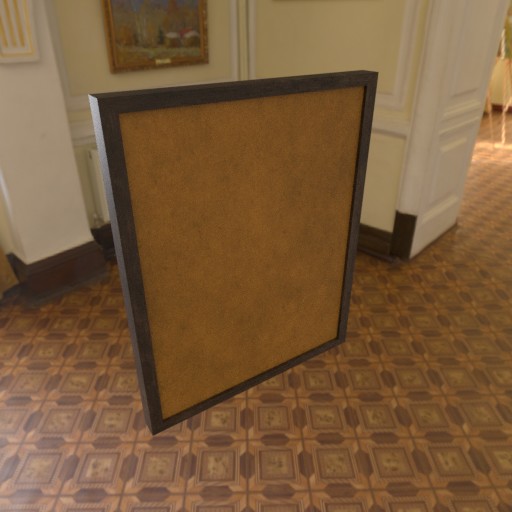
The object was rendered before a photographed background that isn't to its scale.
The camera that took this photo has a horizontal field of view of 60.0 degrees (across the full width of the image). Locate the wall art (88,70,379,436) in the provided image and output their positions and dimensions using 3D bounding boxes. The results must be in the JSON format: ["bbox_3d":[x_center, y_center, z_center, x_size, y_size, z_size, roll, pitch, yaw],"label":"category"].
[{"bbox_3d":[0.000,0.000,0.549,0.329,0.406,0.027,-18,34,-29],"label":"wall art"}]
